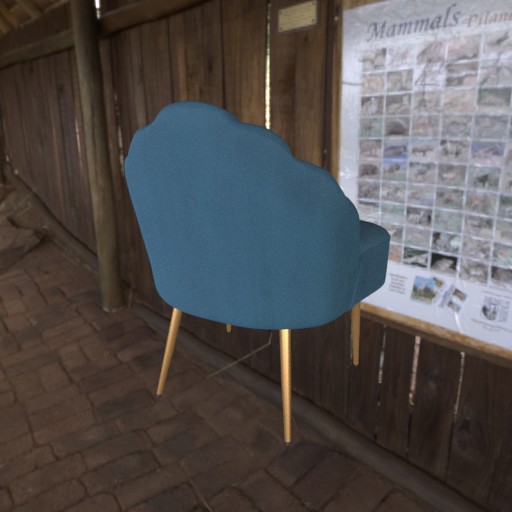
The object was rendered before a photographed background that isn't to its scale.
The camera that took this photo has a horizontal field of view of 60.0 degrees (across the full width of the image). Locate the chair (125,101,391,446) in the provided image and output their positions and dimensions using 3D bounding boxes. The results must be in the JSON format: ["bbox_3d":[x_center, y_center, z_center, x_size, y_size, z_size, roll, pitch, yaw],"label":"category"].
[{"bbox_3d":[0.000,0.000,1.270,0.657,0.819,0.599,9,19,28],"label":"chair"}]
